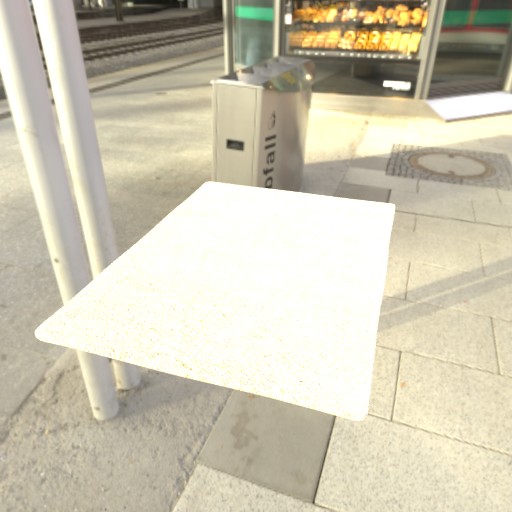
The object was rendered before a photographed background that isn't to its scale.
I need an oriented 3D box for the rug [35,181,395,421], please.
[{"bbox_3d":[0.000,0.000,2.106,1.200,0.027,1.600,9,32,15],"label":"rug"}]
